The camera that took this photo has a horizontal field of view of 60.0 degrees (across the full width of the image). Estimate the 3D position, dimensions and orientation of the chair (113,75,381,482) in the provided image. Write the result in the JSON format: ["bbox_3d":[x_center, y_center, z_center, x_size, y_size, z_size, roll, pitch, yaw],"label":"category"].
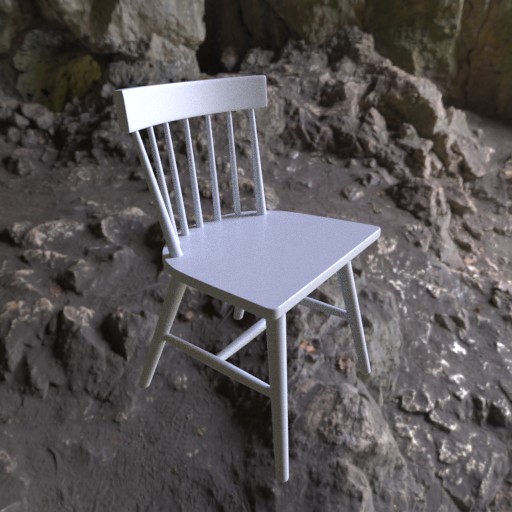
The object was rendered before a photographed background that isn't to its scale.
[{"bbox_3d":[0.000,0.000,1.091,0.500,0.787,0.483,18,32,33],"label":"chair"}]
